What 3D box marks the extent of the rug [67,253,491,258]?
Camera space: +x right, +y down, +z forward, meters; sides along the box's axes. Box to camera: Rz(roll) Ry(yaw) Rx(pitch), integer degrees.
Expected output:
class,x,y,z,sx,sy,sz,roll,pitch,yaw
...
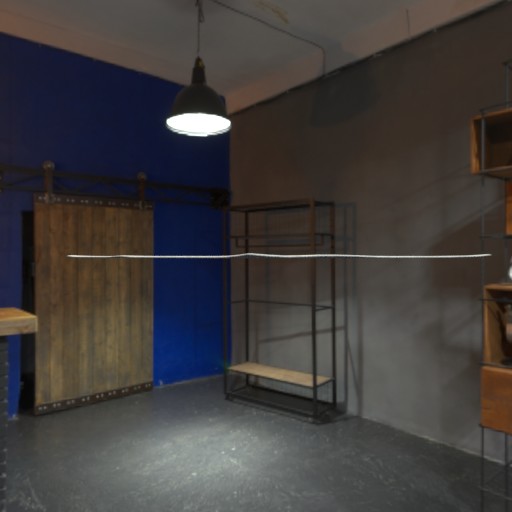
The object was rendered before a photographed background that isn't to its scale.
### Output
class,x,y,z,sx,sy,sz,roll,pitch,yaw
rug,0.000,0.000,3.827,2.343,0.026,2.925,0,0,-38
